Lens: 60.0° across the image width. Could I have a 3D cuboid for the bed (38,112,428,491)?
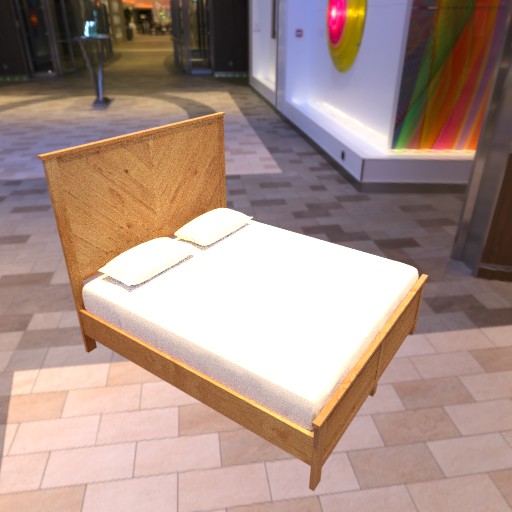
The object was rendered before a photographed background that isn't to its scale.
[{"bbox_3d":[0.000,0.000,4.014,2.530,1.938,2.225,18,33,31],"label":"bed"}]
